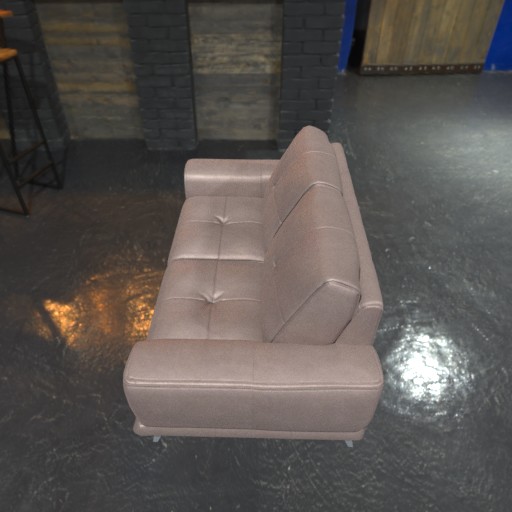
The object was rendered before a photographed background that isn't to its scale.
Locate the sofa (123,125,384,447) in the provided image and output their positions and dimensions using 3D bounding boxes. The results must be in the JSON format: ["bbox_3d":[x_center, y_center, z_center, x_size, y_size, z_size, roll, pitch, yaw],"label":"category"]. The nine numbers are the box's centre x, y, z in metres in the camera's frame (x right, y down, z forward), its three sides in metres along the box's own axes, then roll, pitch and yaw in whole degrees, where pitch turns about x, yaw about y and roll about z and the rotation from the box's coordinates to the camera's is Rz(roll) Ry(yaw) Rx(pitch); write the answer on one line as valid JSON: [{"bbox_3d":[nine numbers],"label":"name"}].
[{"bbox_3d":[0.000,0.000,2.385,1.018,0.907,1.806,1,40,1],"label":"sofa"}]
